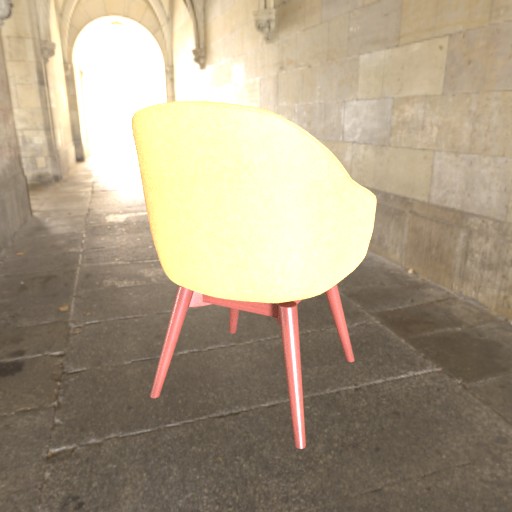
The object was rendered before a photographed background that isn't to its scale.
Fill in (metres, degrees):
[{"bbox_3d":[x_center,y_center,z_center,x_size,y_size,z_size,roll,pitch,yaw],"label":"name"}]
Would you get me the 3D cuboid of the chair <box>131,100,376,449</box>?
[{"bbox_3d":[0.000,0.000,1.274,0.596,0.823,0.635,9,19,26],"label":"chair"}]
